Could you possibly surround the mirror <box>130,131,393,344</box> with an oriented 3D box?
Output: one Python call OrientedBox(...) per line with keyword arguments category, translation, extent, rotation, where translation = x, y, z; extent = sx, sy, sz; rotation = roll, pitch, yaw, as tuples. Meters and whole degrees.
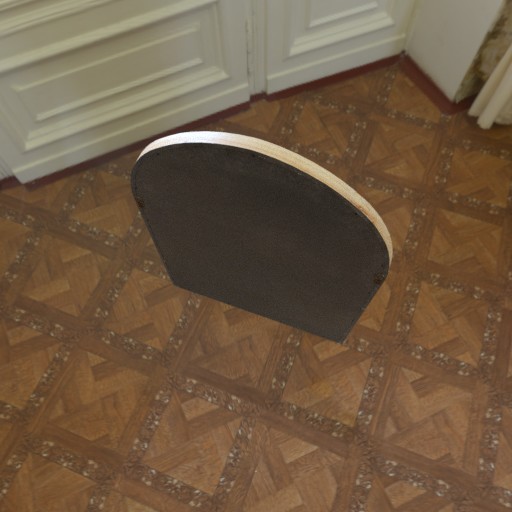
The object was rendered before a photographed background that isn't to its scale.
OrientedBox(category="mirror", translation=(0.000, 0.000, 1.218), extent=(0.660, 0.920, 0.032), rotation=(18, 65, 9))
